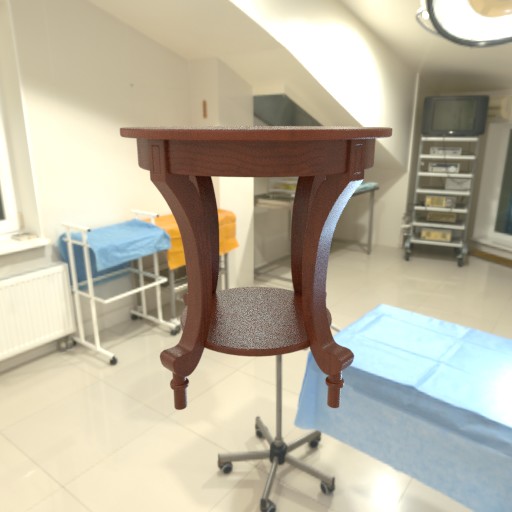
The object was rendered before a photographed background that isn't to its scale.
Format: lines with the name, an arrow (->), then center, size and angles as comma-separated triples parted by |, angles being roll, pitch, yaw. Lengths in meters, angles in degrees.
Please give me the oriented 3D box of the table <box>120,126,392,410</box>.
table -> 0.000, 0.000, 1.098 | 0.597, 0.612, 0.597 | 0, 17, 0
